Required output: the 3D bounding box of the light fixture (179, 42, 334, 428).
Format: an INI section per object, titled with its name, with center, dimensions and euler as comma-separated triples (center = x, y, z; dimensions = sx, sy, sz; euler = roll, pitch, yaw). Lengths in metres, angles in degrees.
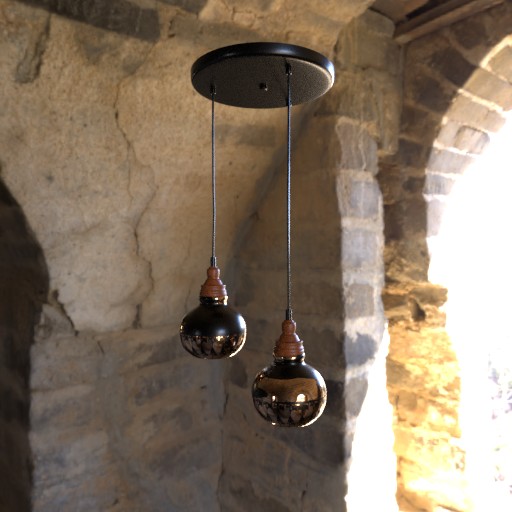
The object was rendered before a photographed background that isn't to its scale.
[light fixture]
center = 0.000, 0.000, 1.738
dimensions = 0.605, 1.410, 0.608
euler = 0, 0, 0
